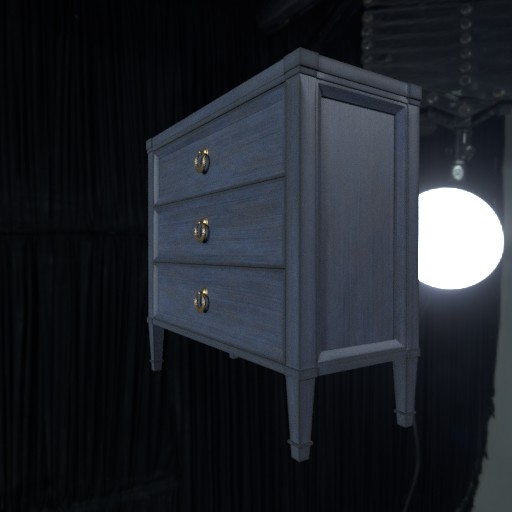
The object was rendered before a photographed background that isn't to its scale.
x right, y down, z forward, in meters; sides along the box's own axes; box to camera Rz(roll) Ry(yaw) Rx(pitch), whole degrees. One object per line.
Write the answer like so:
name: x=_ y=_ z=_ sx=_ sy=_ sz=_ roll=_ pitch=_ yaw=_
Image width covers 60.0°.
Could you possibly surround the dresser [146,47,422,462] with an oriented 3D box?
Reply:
dresser: x=0.000 y=0.000 z=1.600 sx=0.463 sy=0.986 sz=1.049 roll=0 pitch=1 yaw=-33
